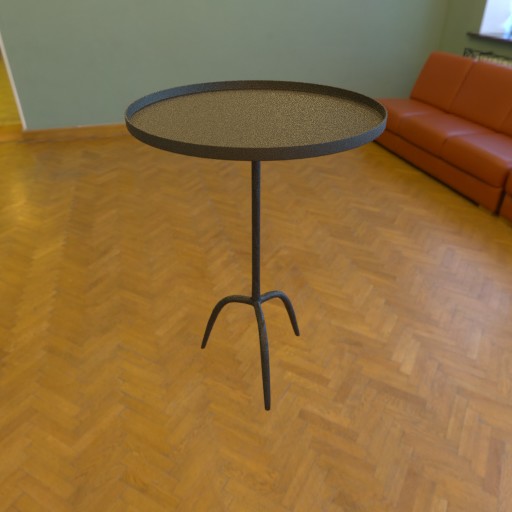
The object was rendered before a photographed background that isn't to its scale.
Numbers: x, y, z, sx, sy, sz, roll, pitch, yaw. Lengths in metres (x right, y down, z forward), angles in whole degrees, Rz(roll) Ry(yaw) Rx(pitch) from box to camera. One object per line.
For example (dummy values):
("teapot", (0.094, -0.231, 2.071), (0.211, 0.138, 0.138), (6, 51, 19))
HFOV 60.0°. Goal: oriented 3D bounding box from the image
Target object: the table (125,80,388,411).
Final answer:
("table", (0.000, 0.000, 1.059), (0.502, 0.700, 0.502), (-9, 34, -14))
